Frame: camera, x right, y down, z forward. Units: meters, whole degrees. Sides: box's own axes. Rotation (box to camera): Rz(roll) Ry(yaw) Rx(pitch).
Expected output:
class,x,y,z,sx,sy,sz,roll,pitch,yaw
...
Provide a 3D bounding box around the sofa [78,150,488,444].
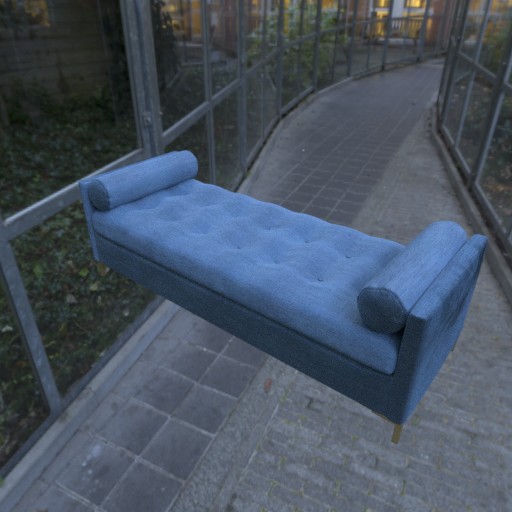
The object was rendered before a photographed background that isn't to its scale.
class,x,y,z,sx,sy,sz,roll,pitch,yaw
sofa,0.000,0.000,2.439,2.102,0.705,0.796,22,37,33
